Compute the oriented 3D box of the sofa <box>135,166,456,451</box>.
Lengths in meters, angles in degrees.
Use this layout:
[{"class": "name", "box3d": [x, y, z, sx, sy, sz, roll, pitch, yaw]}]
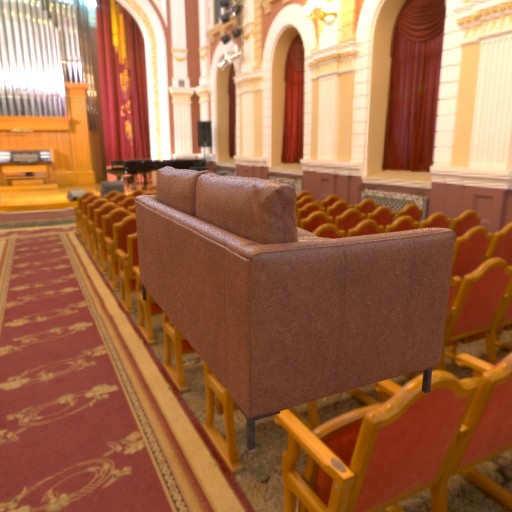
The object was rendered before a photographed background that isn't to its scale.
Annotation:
[{"class": "sofa", "box3d": [0.000, 0.000, 2.302, 0.899, 0.883, 1.797, -7, 15, -25]}]
